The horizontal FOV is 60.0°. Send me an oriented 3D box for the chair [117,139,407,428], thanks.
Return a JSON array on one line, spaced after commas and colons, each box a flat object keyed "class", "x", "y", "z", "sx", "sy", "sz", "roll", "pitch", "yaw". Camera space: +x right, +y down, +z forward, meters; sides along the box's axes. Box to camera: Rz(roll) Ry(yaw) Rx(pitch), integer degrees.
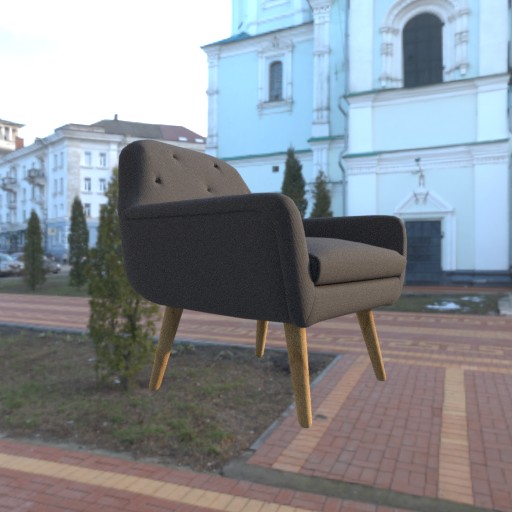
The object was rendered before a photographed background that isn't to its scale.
[{"class": "chair", "x": 0.000, "y": 0.000, "z": 1.422, "sx": 0.779, "sy": 0.800, "sz": 0.770, "roll": 0, "pitch": 0, "yaw": 37}]
